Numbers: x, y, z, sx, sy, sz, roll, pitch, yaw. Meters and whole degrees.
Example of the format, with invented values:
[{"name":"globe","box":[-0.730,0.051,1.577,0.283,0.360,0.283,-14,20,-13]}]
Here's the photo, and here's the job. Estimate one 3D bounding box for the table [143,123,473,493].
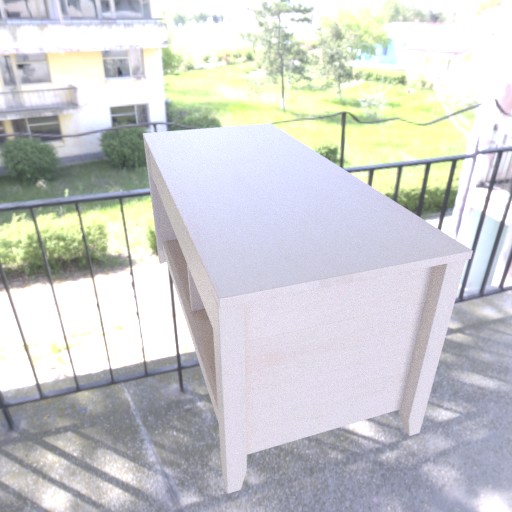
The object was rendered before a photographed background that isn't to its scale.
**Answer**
[{"name":"table","box":[0.000,0.000,1.247,0.457,0.483,1.016,-9,31,-16]}]
